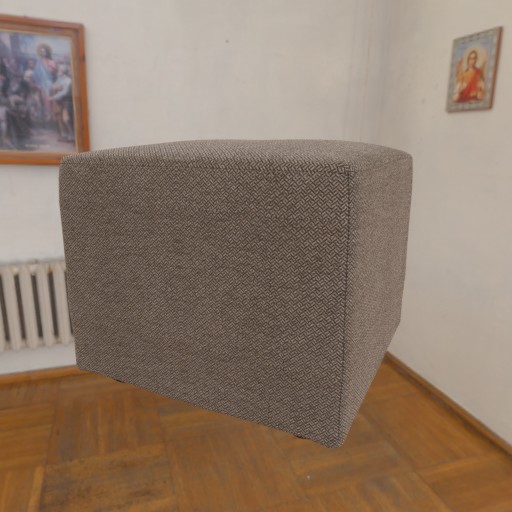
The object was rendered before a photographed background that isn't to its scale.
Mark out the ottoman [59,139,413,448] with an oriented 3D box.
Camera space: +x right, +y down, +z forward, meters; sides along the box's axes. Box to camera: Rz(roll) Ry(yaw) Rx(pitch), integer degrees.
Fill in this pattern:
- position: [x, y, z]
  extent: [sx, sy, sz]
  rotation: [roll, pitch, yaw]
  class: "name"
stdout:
- position: [0.000, 0.000, 0.890]
  extent: [0.519, 0.453, 0.512]
  rotation: [7, 16, 26]
  class: "ottoman"
